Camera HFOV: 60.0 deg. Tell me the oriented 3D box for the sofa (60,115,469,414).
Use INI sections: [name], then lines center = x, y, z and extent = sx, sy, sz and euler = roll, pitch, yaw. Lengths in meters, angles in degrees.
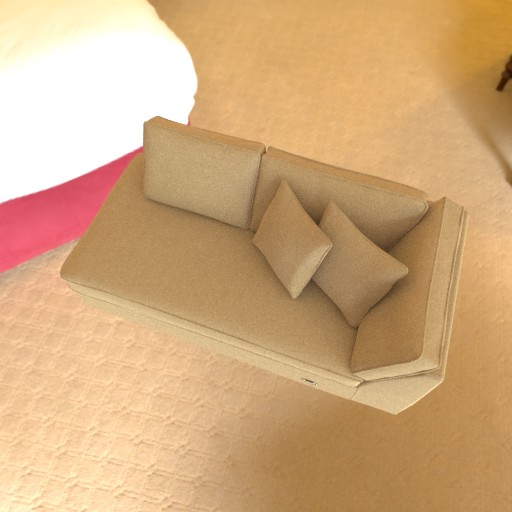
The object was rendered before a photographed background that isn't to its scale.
[sofa]
center = 0.000, 0.000, 2.753
extent = 2.237, 1.033, 1.110
euler = 17, 61, 10
